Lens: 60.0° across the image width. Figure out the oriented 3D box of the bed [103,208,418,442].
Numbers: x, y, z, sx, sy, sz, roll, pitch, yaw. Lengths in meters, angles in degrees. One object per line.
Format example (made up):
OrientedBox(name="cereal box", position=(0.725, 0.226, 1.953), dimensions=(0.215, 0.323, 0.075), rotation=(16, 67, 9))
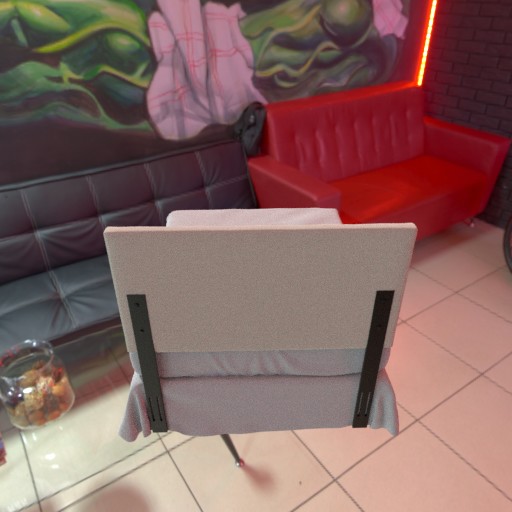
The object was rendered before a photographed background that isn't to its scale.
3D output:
OrientedBox(name="bed", position=(0.000, 0.000, 3.542), dimensions=(1.936, 1.577, 2.222), rotation=(-1, 32, -1))
